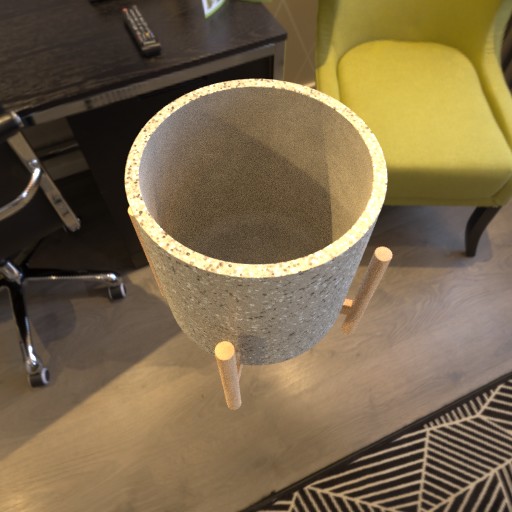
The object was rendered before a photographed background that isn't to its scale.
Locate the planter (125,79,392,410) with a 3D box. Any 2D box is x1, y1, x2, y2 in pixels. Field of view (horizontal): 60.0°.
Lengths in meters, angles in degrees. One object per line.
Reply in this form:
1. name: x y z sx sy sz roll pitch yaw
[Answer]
1. planter: 0.000 0.000 0.696 0.360 0.419 0.360 31 64 17
